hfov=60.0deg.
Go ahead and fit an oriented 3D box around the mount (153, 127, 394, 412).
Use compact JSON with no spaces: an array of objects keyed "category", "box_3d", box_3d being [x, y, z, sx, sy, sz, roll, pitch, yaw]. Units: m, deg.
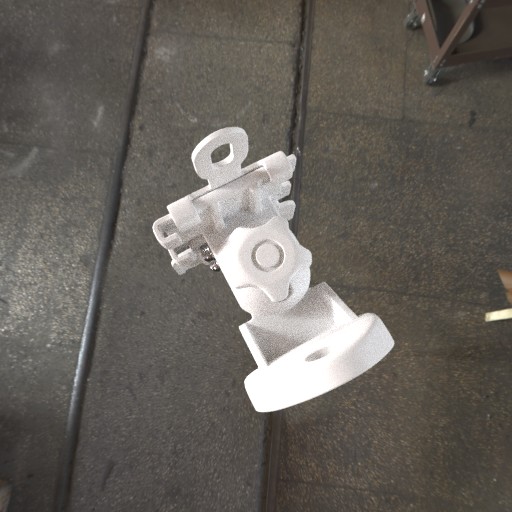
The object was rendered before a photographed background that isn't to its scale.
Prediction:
[{"category":"mount","box_3d":[0.000,0.000,0.171,0.066,0.118,0.100,-27,78,-6]}]
